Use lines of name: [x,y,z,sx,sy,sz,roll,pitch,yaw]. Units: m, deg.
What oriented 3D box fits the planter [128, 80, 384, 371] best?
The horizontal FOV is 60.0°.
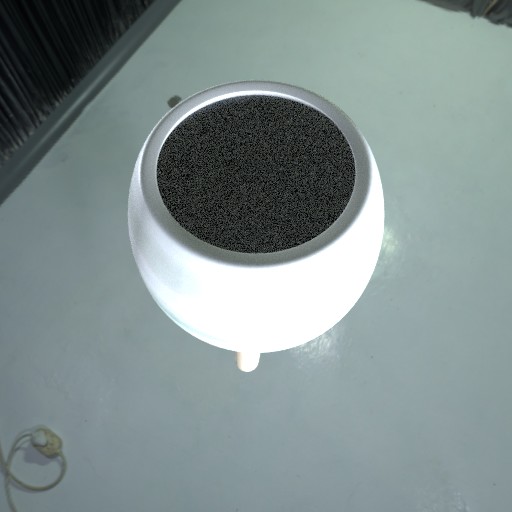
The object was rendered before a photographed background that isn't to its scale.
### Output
planter: [0.000,0.000,0.334,0.161,0.224,0.161,0,64,0]
